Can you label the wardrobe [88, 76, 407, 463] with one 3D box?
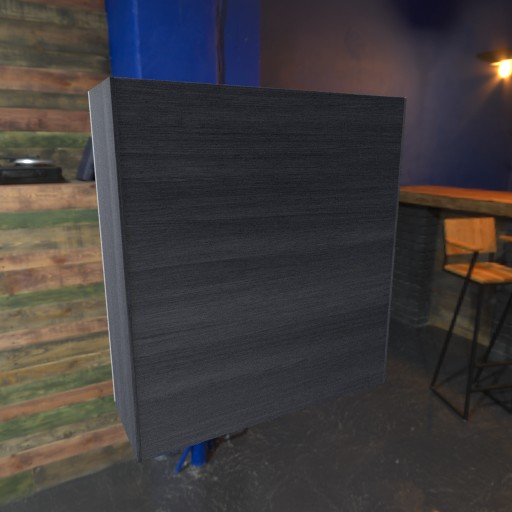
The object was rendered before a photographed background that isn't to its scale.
[{"bbox_3d":[0.000,0.000,2.833,1.780,1.960,0.629,-7,16,-27],"label":"wardrobe"}]
